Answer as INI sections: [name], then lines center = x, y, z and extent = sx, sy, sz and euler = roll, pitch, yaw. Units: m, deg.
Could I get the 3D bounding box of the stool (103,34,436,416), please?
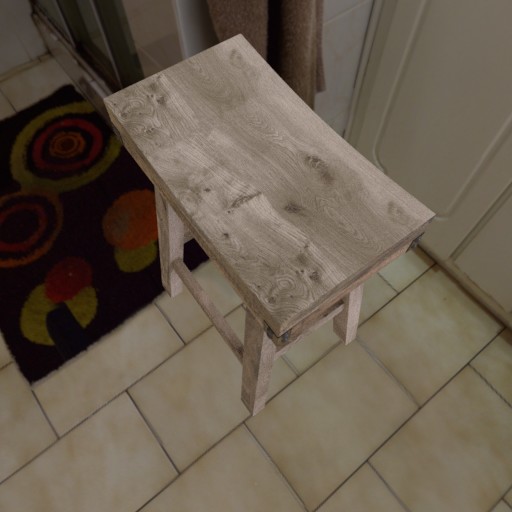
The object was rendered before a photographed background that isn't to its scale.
[stool]
center = 0.000, 0.000, 0.901
extent = 0.330, 0.635, 0.450
euler = -33, 67, -16
